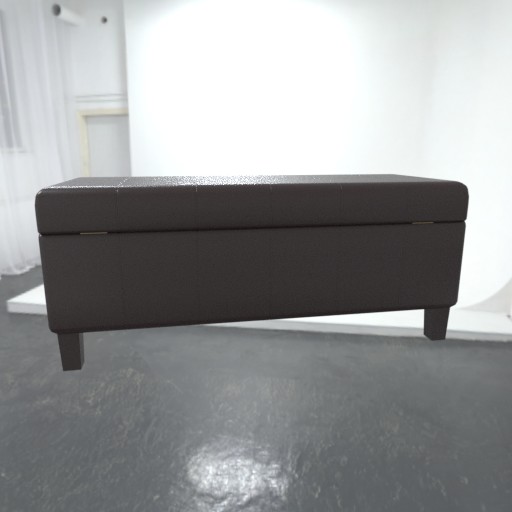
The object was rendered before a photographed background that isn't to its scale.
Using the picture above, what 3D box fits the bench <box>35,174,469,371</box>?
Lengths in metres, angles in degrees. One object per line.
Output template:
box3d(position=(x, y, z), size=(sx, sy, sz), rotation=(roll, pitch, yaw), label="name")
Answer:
box3d(position=(0.000, 0.000, 1.332), size=(1.092, 0.457, 0.429), rotation=(-2, 14, -10), label="bench")
